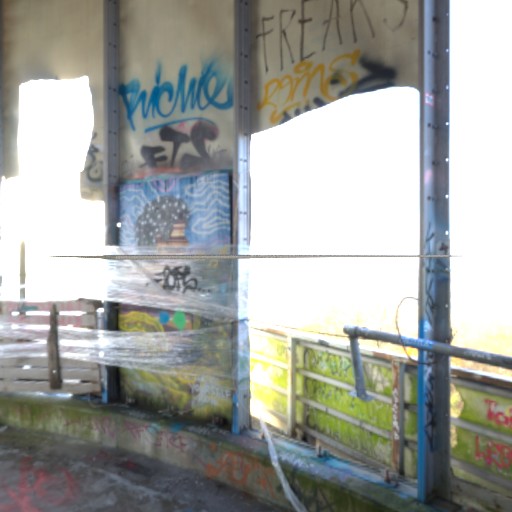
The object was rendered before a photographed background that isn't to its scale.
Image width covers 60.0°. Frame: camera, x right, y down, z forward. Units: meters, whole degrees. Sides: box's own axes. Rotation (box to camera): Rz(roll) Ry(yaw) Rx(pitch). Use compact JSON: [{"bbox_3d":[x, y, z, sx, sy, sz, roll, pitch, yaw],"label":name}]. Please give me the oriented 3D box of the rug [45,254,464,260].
[{"bbox_3d":[0.000,0.000,2.903,2.294,0.014,1.528,0,0,-34],"label":"rug"}]
